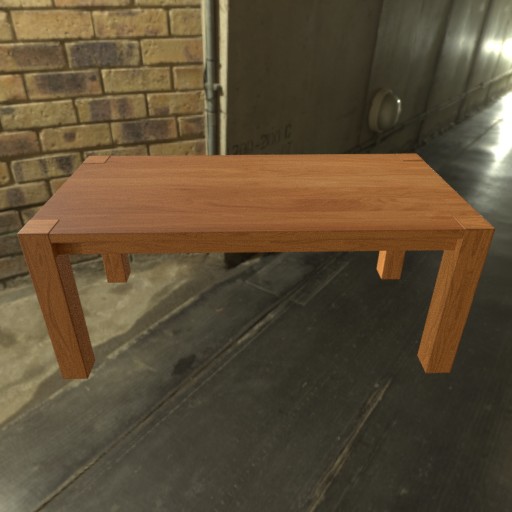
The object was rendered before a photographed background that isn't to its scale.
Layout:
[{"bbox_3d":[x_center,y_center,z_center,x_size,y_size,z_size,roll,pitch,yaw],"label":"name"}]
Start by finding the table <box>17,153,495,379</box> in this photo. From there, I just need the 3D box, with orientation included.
[{"bbox_3d":[0.000,0.000,2.247,1.800,0.760,0.900,-1,31,-1],"label":"table"}]
